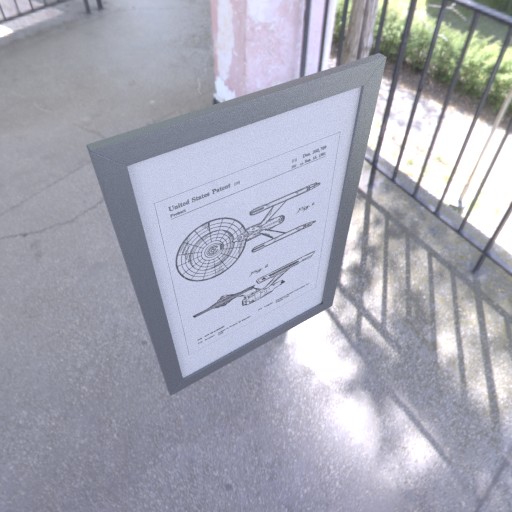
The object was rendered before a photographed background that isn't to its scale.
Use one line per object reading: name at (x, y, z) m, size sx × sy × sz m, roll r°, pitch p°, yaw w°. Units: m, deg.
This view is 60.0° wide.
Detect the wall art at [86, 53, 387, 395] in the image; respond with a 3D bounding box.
wall art at (0.000, 0.000, 0.683) m, size 0.376 × 0.529 × 0.013 m, roll -25°, pitch 53°, yaw -21°
